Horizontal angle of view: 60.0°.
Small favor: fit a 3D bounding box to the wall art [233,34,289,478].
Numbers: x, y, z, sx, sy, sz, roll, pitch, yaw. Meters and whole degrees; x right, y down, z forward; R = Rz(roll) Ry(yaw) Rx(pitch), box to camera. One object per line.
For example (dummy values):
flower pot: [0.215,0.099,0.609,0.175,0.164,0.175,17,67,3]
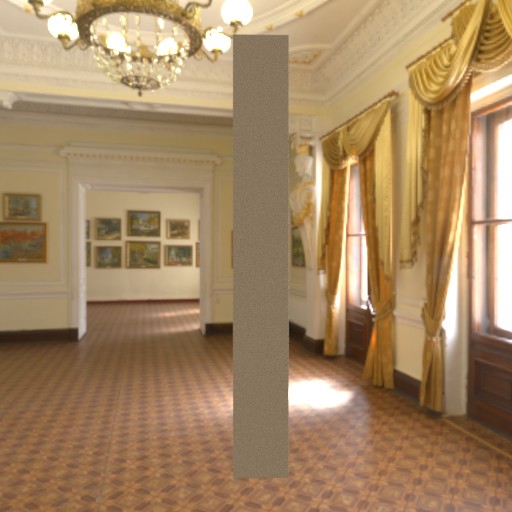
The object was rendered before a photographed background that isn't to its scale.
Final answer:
wall art: [0.000,0.000,0.457,0.038,0.304,0.305,0,0,-1]
